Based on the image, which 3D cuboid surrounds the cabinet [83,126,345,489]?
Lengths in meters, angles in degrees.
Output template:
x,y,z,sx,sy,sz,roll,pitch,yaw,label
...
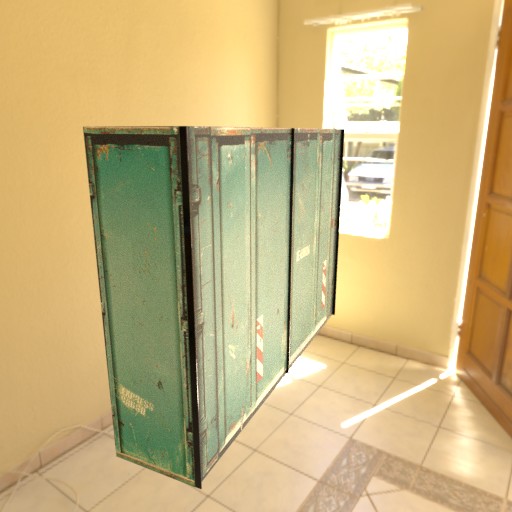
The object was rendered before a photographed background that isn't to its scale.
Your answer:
x,y,z,sx,sy,sz,roll,pitch,yaw,label
0.000,0.000,3.894,0.680,2.160,3.001,7,17,24,cabinet
